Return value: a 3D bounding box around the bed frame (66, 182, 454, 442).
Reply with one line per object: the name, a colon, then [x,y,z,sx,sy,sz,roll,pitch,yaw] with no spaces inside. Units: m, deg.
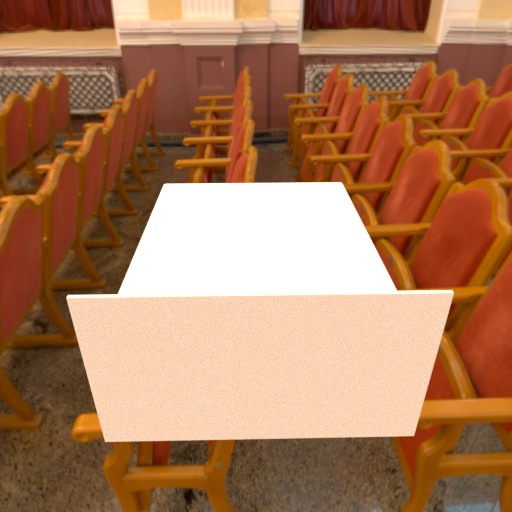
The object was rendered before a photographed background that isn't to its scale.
bed frame: [0.000,0.000,2.620,1.400,0.800,1.900,-1,31,-1]
